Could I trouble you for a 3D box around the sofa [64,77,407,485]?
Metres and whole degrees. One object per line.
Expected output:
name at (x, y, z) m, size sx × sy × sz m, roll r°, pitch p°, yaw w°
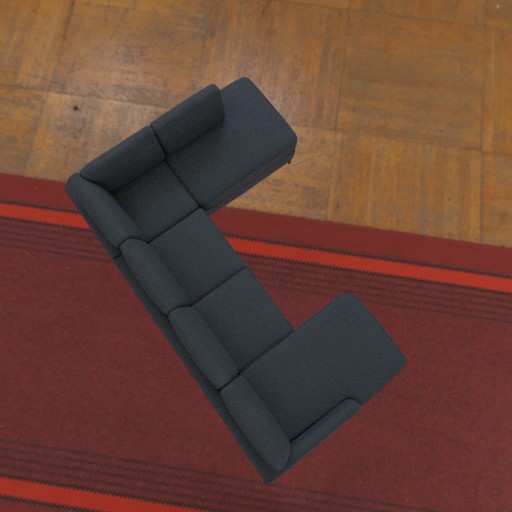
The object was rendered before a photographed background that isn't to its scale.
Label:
sofa at (0.000, 0.000, 3.822) m, size 1.984 × 0.858 × 2.975 m, roll -36°, pitch 79°, yaw -8°
